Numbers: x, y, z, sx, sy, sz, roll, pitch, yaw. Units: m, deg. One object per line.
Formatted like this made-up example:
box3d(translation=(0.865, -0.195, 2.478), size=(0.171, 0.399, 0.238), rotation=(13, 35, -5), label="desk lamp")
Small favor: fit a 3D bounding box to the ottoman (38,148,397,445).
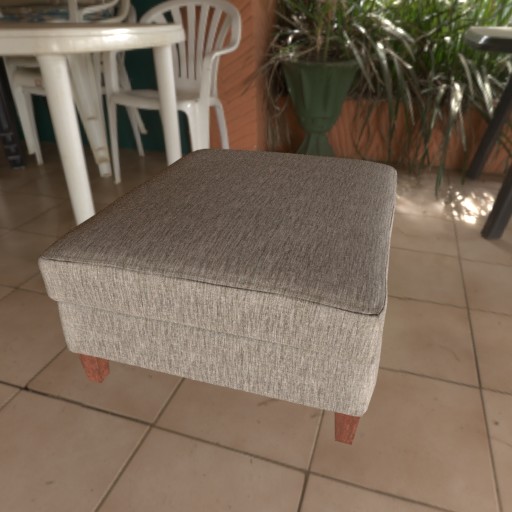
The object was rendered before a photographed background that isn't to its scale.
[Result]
box3d(translation=(0.000, 0.000, 1.459), size=(0.839, 0.492, 0.994), rotation=(8, 30, 15), label="ottoman")
